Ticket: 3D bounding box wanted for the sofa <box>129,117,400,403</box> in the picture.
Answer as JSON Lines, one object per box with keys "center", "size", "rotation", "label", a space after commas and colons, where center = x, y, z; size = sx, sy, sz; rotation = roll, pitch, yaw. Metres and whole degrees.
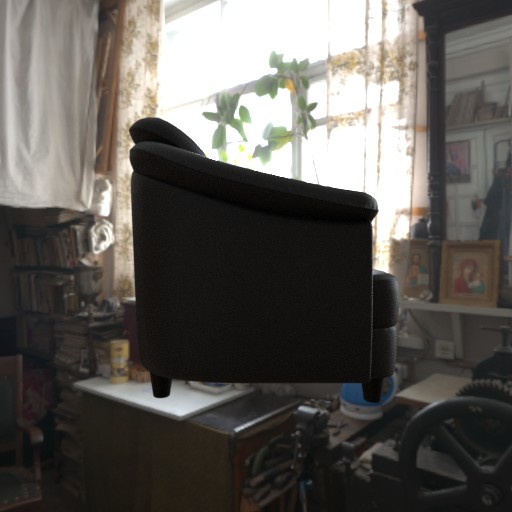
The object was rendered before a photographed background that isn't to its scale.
{"center": [0.000, 0.000, 1.506], "size": [0.794, 0.811, 0.870], "rotation": [0, 1, -1], "label": "sofa"}
